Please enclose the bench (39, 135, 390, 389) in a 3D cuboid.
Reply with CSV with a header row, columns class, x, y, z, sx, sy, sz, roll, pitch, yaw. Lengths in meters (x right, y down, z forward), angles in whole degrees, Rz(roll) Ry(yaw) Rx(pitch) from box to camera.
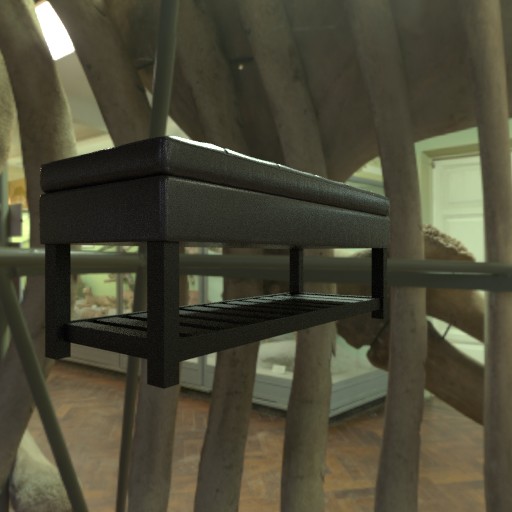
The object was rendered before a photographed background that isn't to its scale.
class,x,y,z,sx,sy,sz,roll,pitch,yaw
bench,0.000,0.000,1.323,0.432,0.460,1.105,0,0,37
